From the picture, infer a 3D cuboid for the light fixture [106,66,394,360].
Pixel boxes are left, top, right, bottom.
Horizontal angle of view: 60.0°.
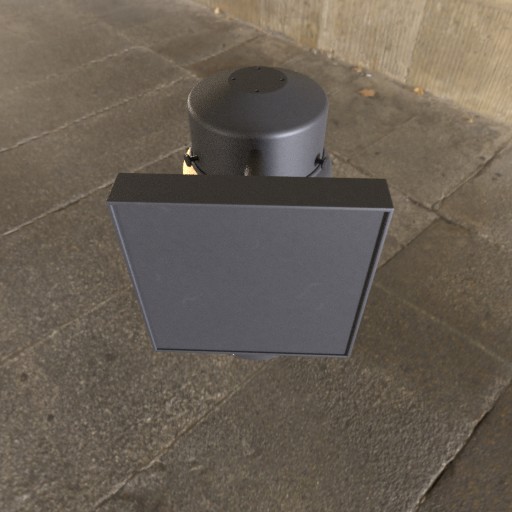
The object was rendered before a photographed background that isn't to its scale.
[{"bbox_3d":[0.000,0.000,0.351,0.130,0.257,0.176,2,47,1],"label":"light fixture"}]
